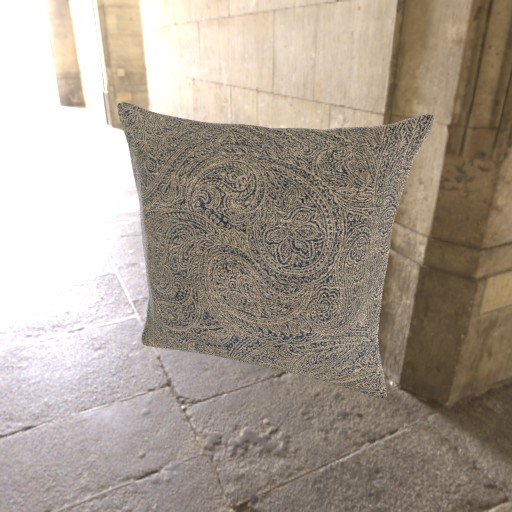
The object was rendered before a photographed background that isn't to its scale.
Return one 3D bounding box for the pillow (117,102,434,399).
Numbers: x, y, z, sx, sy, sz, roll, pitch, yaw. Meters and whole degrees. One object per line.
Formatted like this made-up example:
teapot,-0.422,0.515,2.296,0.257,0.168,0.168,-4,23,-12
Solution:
pillow,0.000,0.000,0.799,0.523,0.510,0.166,8,27,16
